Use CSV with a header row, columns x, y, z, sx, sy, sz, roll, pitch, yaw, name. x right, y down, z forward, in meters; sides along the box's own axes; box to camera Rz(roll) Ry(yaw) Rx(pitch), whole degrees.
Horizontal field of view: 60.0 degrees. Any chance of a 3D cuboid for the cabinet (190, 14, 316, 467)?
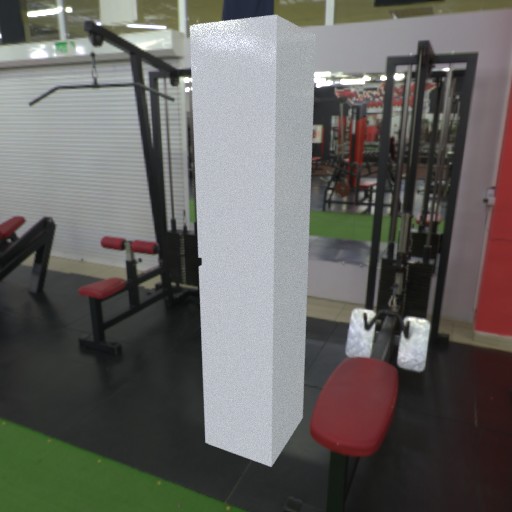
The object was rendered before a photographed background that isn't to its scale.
x,y,z,sx,sy,sz,roll,pitch,yaw,name
0.000,0.000,1.517,0.270,1.400,0.300,8,18,26,cabinet
